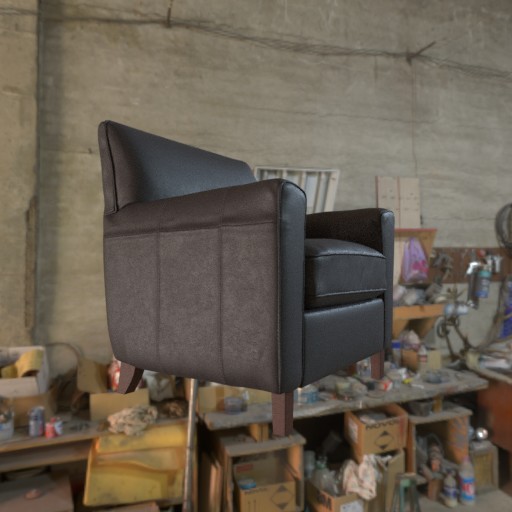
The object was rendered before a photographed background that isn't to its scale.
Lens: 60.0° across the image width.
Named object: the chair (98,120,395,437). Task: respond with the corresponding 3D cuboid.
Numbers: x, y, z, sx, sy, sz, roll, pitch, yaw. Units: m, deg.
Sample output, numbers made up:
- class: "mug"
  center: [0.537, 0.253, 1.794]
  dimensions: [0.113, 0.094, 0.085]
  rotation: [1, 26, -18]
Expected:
- class: "chair"
  center: [0.000, 0.000, 1.643]
  dimensions: [0.825, 0.943, 0.870]
  rotation: [-1, -1, 36]
